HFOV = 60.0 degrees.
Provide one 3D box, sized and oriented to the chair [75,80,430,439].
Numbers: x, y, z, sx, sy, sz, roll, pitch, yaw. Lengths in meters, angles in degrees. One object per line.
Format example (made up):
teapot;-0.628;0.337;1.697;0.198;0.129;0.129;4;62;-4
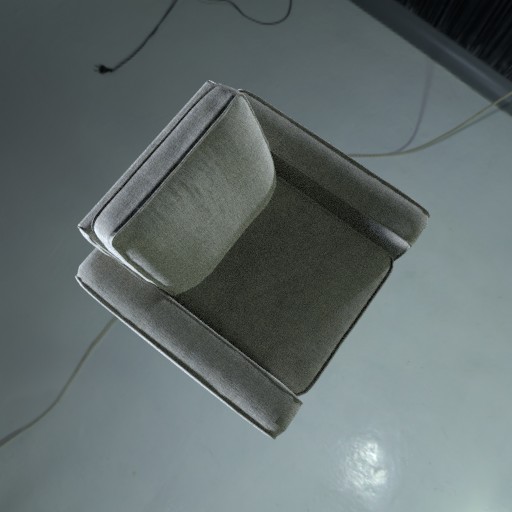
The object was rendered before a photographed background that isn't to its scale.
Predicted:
chair;0.000;0.000;1.752;0.940;0.914;1.016;36;78;9
